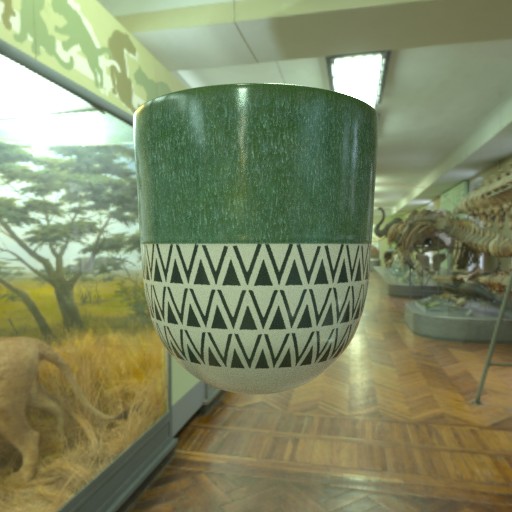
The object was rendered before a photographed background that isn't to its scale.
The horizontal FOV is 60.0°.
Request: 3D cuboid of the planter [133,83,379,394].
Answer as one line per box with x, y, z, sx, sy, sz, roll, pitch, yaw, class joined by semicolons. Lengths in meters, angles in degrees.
0.000;0.000;0.367;0.195;0.214;0.195;0;1;0;planter
